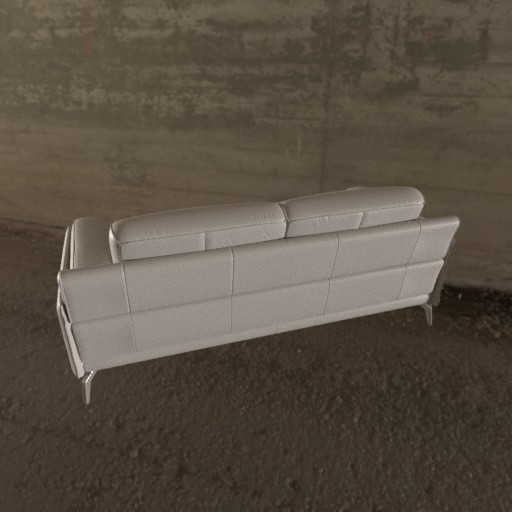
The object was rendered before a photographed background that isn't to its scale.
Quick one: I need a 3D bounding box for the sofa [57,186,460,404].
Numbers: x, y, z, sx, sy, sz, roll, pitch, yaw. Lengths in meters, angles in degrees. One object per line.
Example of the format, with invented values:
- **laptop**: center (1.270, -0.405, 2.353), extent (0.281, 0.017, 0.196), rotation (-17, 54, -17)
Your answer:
- **sofa**: center (0.000, 0.000, 2.586), extent (2.101, 0.930, 1.049), rotation (-9, 28, -17)
